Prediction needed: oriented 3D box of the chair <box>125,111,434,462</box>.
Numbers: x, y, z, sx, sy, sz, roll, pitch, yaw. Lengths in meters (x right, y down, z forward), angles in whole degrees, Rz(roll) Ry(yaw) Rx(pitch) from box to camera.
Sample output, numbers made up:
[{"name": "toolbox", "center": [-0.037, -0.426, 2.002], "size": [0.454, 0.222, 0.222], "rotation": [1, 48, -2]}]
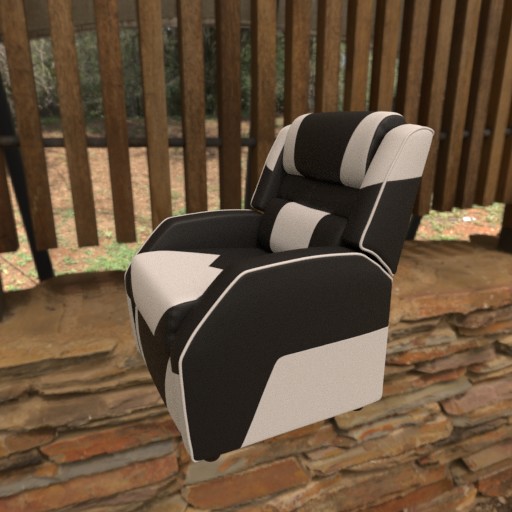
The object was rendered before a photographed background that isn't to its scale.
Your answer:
[{"name": "chair", "center": [0.000, 0.000, 1.291], "size": [0.672, 0.805, 0.620], "rotation": [-8, 19, -25]}]
